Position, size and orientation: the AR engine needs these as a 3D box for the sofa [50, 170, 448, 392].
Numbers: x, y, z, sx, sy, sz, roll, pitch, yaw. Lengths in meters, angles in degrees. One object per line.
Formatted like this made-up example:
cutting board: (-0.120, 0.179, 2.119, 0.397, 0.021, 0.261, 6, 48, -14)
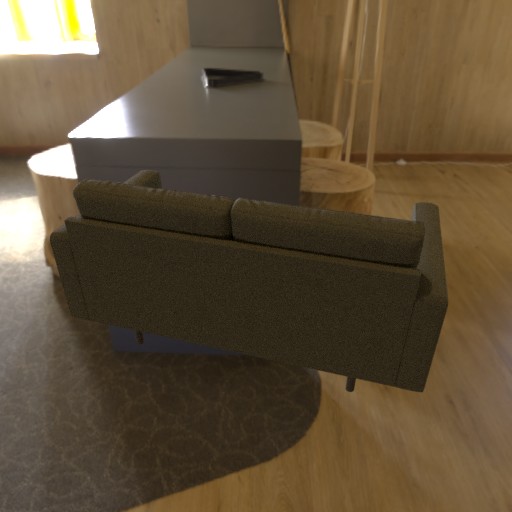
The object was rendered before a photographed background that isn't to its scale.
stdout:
sofa: (0.000, 0.000, 2.279, 1.730, 0.897, 0.889, 9, 33, 14)
